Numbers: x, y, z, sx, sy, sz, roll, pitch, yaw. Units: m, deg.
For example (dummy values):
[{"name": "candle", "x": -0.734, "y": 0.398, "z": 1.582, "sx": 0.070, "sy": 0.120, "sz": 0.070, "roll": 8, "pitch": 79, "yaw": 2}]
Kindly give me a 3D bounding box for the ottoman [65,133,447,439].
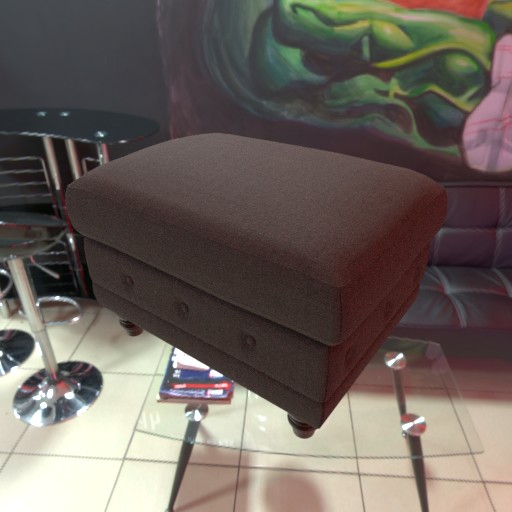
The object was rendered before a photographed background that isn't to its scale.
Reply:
[{"name": "ottoman", "x": 0.000, "y": 0.000, "z": 1.207, "sx": 0.809, "sy": 0.555, "sz": 0.599, "roll": 20, "pitch": 36, "yaw": 31}]
